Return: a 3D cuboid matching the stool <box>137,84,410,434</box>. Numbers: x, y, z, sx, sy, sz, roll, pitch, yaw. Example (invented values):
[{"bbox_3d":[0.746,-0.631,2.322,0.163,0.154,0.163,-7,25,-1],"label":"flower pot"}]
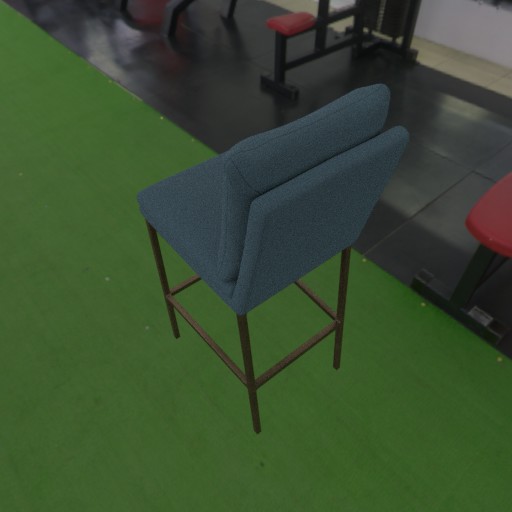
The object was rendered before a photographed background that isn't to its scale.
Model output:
[{"bbox_3d":[0.000,0.000,1.382,0.463,1.124,0.568,-31,54,-25],"label":"stool"}]
